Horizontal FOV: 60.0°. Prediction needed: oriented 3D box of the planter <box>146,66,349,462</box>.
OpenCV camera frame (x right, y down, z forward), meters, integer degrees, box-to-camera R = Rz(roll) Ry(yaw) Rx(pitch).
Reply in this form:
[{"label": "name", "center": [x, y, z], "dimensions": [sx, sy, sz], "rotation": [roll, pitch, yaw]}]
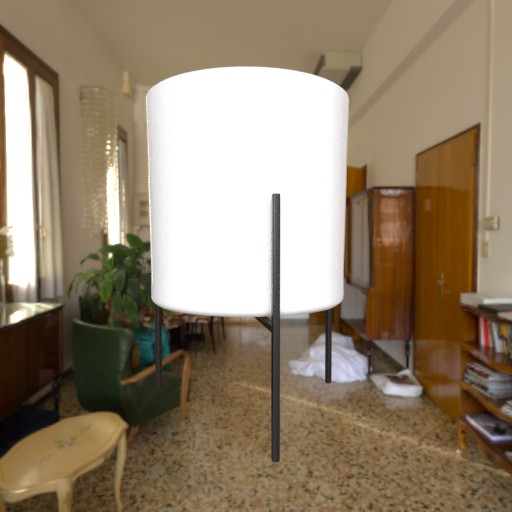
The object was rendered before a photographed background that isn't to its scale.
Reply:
[{"label": "planter", "center": [0.000, 0.000, 0.642], "dimensions": [0.308, 0.431, 0.307], "rotation": [-2, 3, -37]}]
